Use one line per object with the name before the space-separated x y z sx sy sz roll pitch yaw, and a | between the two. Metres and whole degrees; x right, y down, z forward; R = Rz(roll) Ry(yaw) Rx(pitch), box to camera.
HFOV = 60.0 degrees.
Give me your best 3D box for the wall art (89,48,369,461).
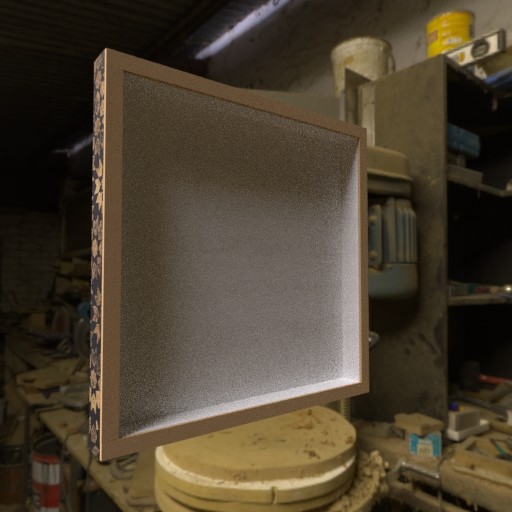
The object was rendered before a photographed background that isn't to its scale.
wall art | 0.000 0.000 0.571 0.405 0.405 0.038 2 -3 -38
